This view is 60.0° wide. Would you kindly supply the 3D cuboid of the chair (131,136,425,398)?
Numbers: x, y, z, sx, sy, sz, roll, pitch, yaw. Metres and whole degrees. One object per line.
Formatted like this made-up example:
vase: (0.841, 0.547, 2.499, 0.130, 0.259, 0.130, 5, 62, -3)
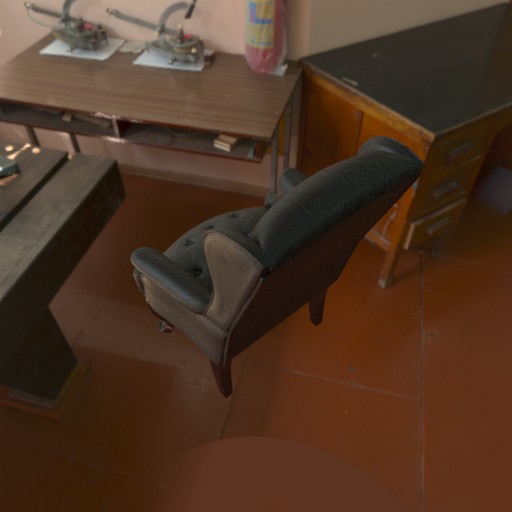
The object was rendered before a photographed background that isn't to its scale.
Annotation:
chair: (0.000, 0.000, 1.742, 0.831, 1.133, 0.822, -32, 54, -27)
